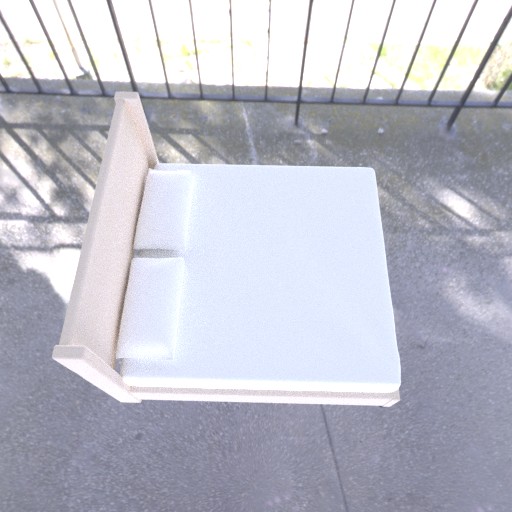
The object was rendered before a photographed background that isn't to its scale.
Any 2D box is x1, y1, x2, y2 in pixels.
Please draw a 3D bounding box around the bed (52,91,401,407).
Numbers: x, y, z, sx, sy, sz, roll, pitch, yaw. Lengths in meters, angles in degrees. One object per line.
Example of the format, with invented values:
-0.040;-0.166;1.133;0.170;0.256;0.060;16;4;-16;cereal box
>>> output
0.000;0.000;3.661;2.293;1.471;2.145;1;62;1;bed
